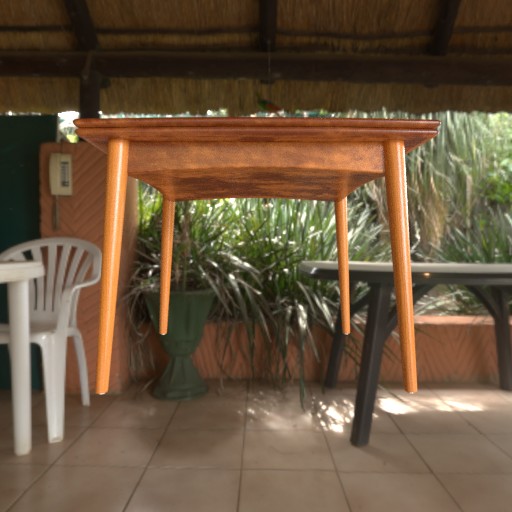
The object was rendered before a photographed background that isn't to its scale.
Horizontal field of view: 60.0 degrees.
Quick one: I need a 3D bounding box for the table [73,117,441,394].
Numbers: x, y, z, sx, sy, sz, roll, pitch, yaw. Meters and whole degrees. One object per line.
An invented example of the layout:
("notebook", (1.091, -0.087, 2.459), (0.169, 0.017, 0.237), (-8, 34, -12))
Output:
("table", (0.000, 0.000, 1.661), (0.991, 0.754, 0.991), (0, 1, 0))
